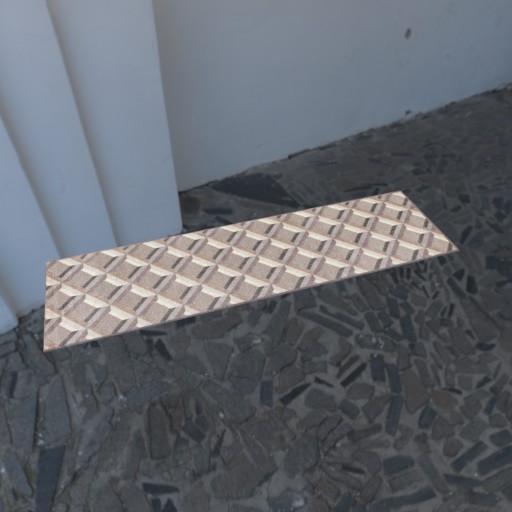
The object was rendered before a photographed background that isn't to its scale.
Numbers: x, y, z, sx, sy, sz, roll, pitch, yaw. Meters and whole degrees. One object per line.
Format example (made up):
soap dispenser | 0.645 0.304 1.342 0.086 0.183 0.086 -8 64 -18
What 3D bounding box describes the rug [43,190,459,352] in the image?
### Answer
rug | 0.000 0.000 2.709 2.437 0.013 0.685 -12 44 -13
